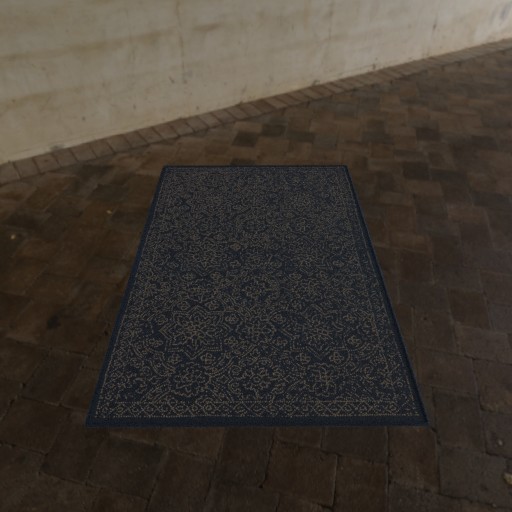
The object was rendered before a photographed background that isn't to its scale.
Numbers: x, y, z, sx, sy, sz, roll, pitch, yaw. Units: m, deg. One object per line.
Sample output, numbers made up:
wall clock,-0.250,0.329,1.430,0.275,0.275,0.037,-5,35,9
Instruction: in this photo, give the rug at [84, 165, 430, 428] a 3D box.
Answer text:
rug,0.000,0.000,2.245,1.219,0.010,1.829,0,41,0
